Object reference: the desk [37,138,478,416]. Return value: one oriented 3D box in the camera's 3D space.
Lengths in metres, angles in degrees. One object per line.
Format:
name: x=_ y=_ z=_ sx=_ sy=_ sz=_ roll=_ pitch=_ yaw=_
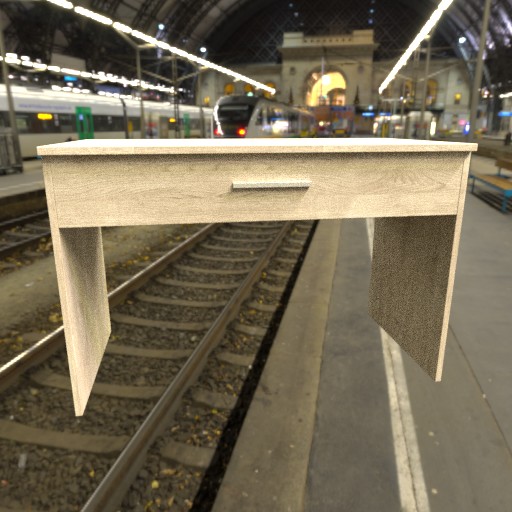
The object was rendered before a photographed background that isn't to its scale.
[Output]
desk: x=0.000 y=0.000 z=1.457 sx=1.100 sy=0.730 sz=0.560 roll=-3 pitch=17 yaw=-9
